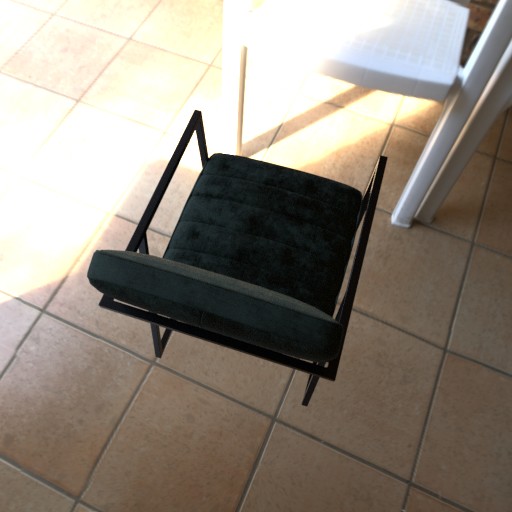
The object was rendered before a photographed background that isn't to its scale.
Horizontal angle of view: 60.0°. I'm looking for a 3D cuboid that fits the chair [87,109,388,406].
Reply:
[{"bbox_3d":[0.000,0.000,1.319,0.571,0.833,0.677,16,66,8],"label":"chair"}]
